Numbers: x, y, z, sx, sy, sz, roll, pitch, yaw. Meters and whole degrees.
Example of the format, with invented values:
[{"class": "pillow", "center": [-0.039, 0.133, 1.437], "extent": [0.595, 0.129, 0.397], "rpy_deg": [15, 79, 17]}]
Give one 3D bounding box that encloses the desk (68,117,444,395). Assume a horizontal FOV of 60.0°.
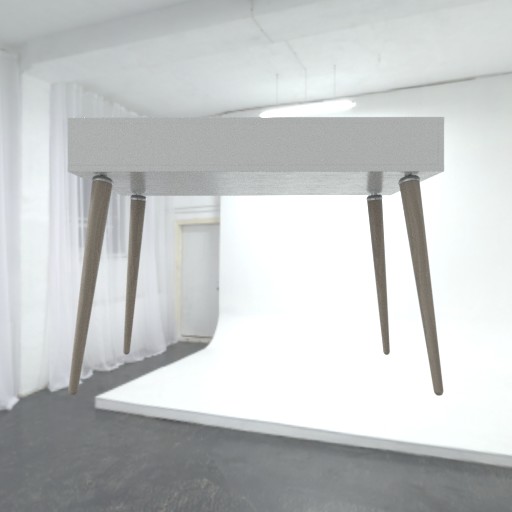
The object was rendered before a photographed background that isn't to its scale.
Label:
[{"class": "desk", "center": [0.000, 0.000, 1.387], "extent": [0.979, 0.723, 0.491], "rpy_deg": [0, 0, 0]}]
